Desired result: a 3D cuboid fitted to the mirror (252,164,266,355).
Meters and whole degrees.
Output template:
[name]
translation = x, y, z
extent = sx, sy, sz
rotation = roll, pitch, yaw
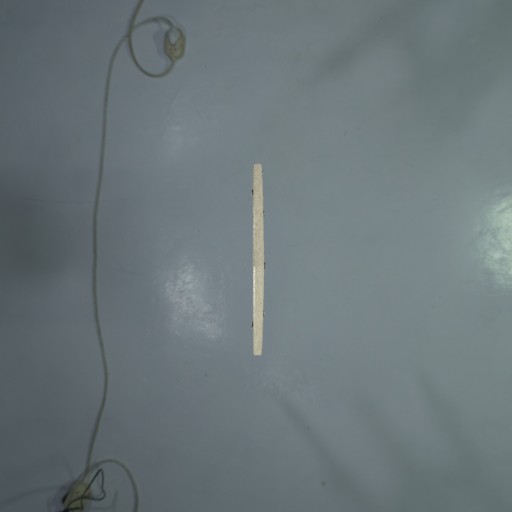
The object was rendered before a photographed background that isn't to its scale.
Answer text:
[mirror]
translation = 0.000, 0.000, 1.327
extent = 0.025, 1.175, 0.464
rotation = 0, 92, 0
